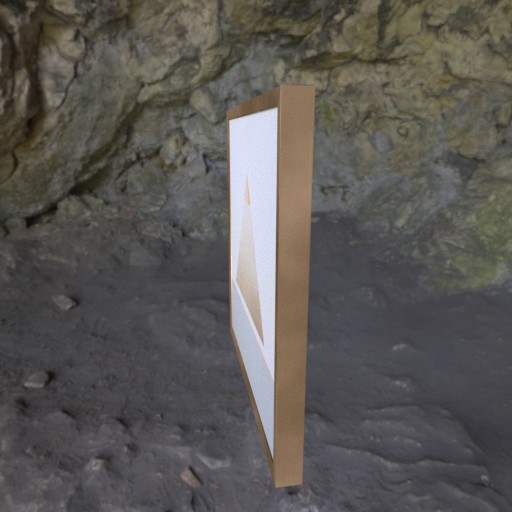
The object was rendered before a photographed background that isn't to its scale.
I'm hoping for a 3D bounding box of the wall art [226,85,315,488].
[{"bbox_3d":[0.000,0.000,0.779,0.038,0.511,0.513,-3,15,-10],"label":"wall art"}]
